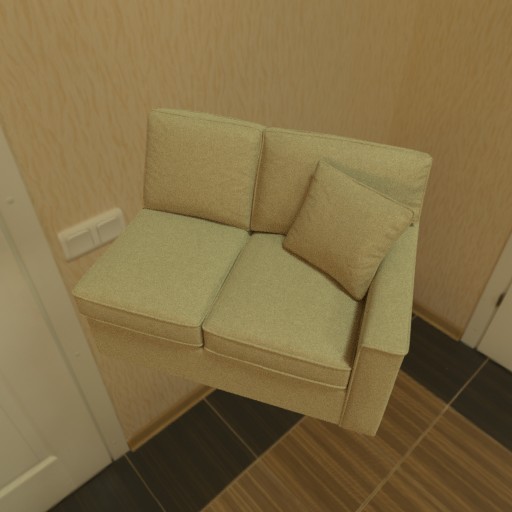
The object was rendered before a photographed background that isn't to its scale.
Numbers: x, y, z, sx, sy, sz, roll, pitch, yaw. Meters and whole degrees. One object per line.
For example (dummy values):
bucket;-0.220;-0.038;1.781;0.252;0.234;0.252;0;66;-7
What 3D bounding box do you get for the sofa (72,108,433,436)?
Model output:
sofa;0.000;0.000;2.073;1.388;0.989;0.991;13;43;14
